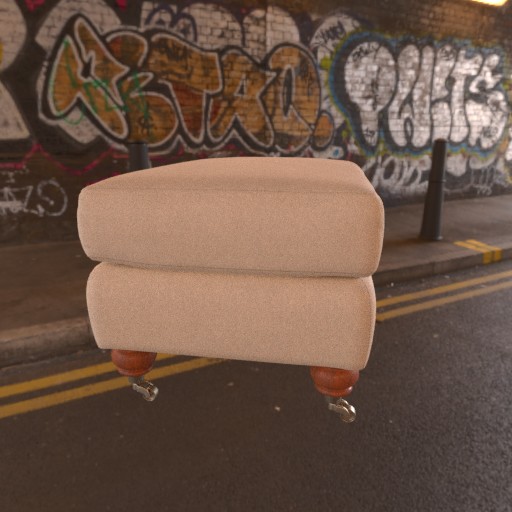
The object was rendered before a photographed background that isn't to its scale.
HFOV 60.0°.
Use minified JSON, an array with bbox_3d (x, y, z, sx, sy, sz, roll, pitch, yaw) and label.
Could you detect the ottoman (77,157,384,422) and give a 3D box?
[{"bbox_3d":[0.000,0.000,1.166,0.569,0.499,0.773,3,15,10],"label":"ottoman"}]
